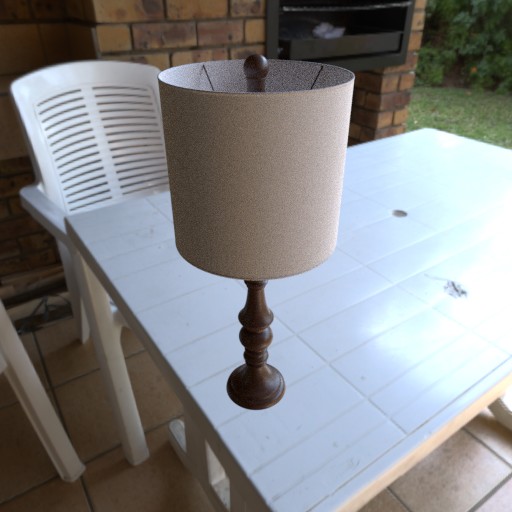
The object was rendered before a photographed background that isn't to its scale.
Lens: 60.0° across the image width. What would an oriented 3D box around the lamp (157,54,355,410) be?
[{"bbox_3d":[0.000,0.000,0.715,0.250,0.597,0.250,-23,38,-33],"label":"lamp"}]
